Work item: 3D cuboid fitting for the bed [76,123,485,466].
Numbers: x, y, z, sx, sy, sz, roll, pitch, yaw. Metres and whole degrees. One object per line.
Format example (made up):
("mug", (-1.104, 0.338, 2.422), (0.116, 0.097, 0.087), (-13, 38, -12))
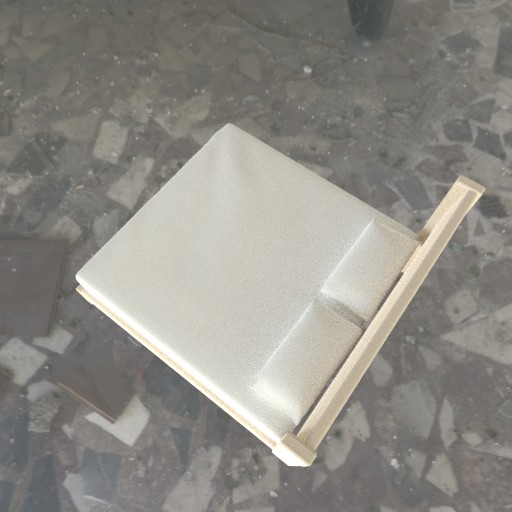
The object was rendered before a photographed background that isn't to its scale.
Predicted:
("bed", (0.000, 0.000, 3.587), (2.293, 1.471, 2.145), (34, 69, 15))
